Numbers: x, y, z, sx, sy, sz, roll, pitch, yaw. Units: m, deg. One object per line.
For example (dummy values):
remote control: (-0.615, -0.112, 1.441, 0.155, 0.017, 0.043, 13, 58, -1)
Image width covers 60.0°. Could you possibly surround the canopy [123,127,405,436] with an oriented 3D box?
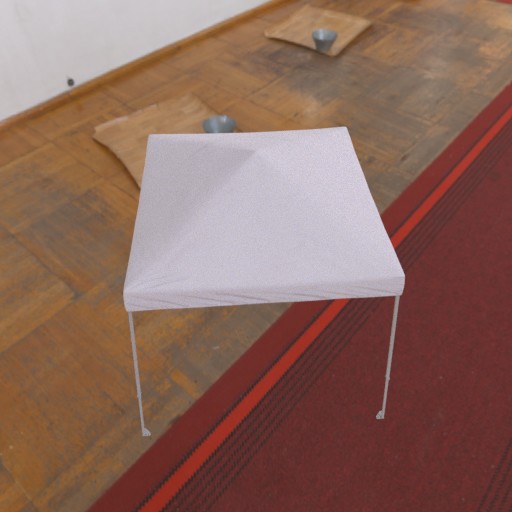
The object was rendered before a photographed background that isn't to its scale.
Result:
canopy: (0.000, 0.000, 5.122, 2.850, 2.850, 2.849, -3, 47, -3)
